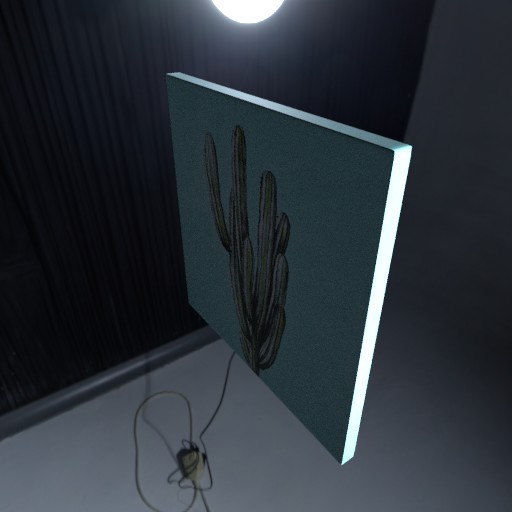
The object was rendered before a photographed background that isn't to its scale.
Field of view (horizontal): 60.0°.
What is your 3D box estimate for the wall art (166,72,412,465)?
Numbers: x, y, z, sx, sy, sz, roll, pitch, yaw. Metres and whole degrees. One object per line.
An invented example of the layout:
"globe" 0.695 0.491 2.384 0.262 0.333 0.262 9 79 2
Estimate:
"wall art" 0.000 0.000 1.572 0.070 1.073 1.071 -21 37 -30
